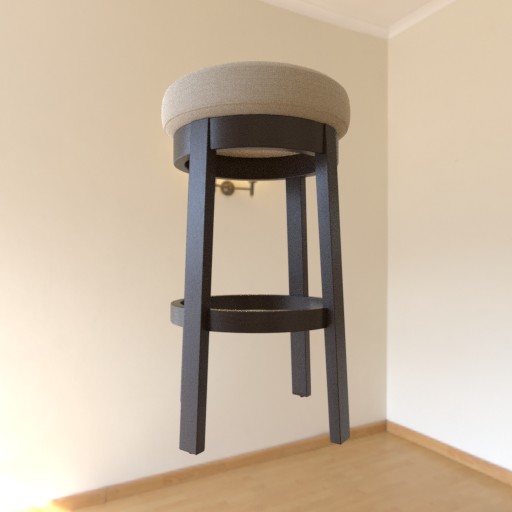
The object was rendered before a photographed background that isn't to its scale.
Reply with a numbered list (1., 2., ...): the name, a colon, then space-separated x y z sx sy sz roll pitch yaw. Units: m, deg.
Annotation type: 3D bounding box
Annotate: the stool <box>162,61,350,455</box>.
1. stool: 0.000 0.000 1.025 0.446 0.758 0.446 0 0 0
